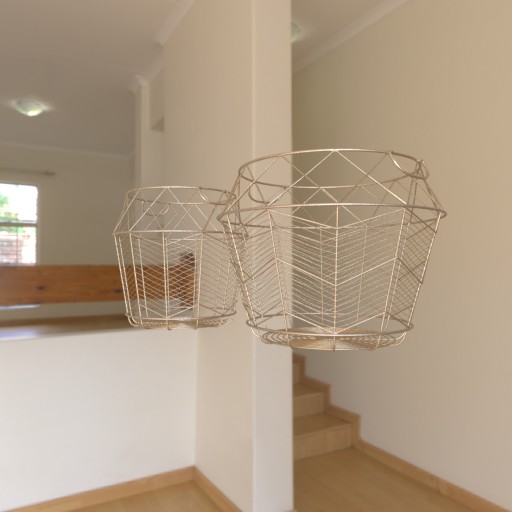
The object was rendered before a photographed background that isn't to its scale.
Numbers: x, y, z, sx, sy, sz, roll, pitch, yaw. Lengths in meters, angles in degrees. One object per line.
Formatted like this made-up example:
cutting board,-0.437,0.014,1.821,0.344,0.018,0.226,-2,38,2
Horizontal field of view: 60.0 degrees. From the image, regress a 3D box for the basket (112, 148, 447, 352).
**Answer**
basket,0.000,0.000,1.006,0.805,0.343,0.451,-1,-1,35
